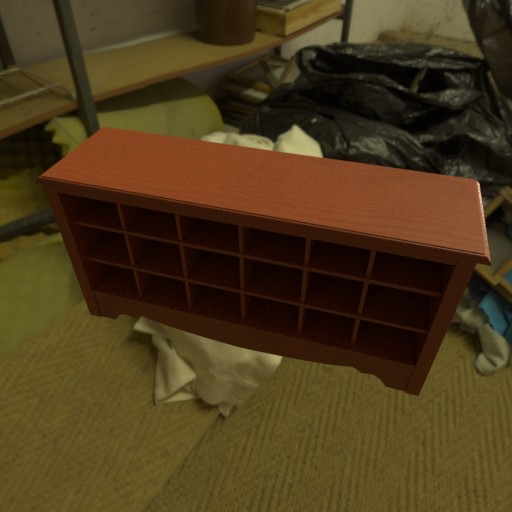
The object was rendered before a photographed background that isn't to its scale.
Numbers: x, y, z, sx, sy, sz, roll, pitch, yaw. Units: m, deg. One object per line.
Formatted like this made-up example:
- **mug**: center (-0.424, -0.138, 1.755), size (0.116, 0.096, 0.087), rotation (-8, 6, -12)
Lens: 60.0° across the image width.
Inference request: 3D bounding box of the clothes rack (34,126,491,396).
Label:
- **clothes rack**: center (0.000, 0.000, 1.481), size (1.251, 0.594, 0.362), rotation (11, 42, 13)
